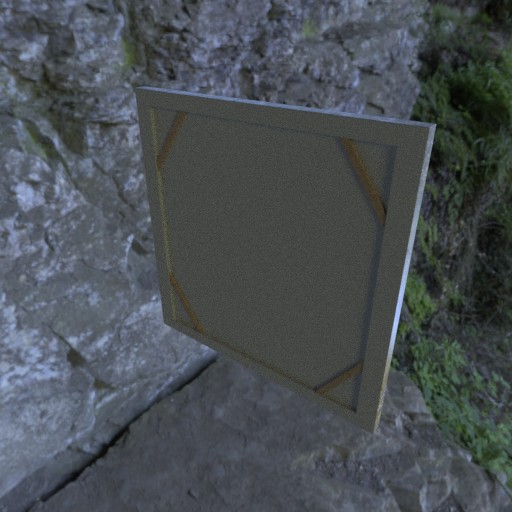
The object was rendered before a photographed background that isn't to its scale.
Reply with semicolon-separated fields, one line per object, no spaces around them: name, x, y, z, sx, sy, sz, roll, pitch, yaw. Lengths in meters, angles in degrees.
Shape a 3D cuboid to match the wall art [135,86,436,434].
wall art;0.000;0.000;1.643;1.092;1.091;0.051;20;34;32
